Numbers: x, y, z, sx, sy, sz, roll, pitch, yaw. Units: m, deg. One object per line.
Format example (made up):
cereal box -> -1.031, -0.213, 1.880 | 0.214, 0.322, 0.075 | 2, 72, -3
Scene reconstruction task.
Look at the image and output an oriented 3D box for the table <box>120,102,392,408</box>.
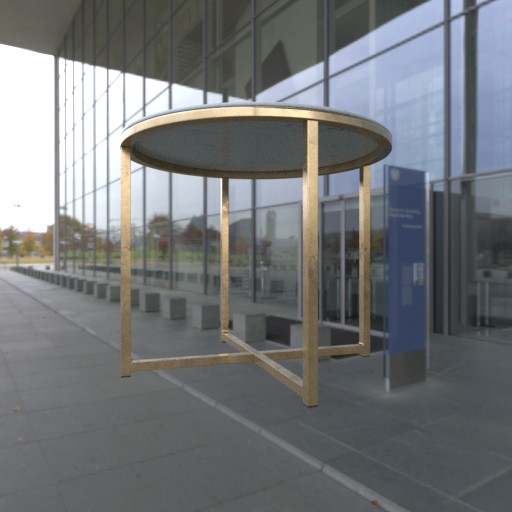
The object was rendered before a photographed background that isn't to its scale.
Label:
table -> 0.000, 0.000, 0.851 | 0.500, 0.420, 0.500 | 0, 0, 0
